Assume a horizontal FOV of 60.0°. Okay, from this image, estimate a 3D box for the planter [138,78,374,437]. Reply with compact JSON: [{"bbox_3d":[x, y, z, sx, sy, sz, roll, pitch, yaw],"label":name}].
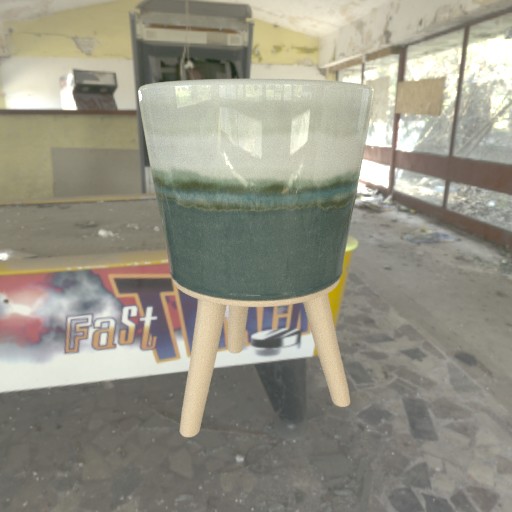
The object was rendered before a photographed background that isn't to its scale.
[{"bbox_3d":[0.000,0.000,0.467,0.217,0.331,0.217,8,19,25],"label":"planter"}]
